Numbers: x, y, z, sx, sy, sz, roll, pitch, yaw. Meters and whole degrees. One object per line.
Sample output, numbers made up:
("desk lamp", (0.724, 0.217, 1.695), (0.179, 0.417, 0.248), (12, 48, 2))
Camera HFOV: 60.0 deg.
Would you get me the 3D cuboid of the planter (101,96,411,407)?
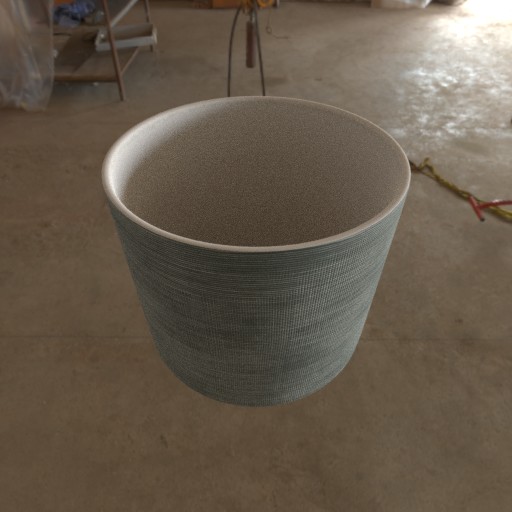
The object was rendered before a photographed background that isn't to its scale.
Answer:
("planter", (0.000, 0.000, 0.781), (0.440, 0.398, 0.440), (0, 41, 0))
